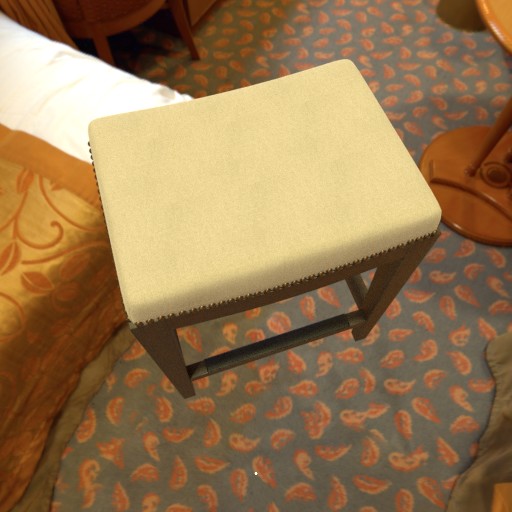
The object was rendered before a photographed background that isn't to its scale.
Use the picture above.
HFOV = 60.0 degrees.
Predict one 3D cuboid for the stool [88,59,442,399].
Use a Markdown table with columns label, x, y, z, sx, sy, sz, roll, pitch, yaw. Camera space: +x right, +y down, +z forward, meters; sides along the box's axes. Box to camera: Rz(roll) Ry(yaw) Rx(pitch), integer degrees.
| label | x | y | z | sx | sy | sz | roll | pitch | yaw |
| --- | --- | --- | --- | --- | --- | --- | --- | --- | --- |
| stool | 0.000 | 0.000 | 0.948 | 0.500 | 0.642 | 0.361 | -17 | 65 | -8 |
